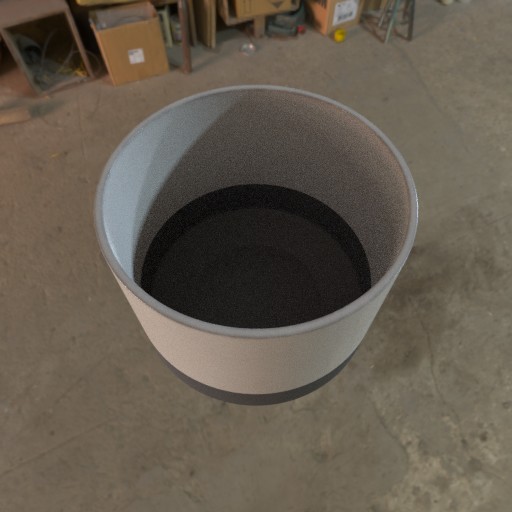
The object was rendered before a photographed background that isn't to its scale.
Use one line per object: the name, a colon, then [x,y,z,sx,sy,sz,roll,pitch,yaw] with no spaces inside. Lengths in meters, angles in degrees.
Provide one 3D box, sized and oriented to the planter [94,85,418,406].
planter: [0.000,0.000,0.222,0.128,0.105,0.128,0,58,0]
